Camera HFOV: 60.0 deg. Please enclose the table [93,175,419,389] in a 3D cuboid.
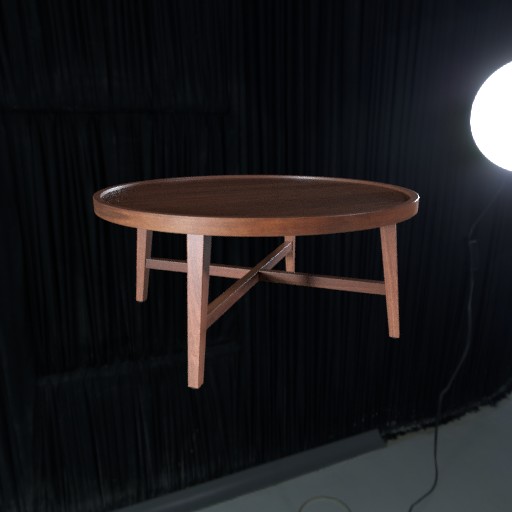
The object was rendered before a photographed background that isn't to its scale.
[{"bbox_3d":[0.000,0.000,1.202,0.800,0.360,0.800,0,16,0],"label":"table"}]
